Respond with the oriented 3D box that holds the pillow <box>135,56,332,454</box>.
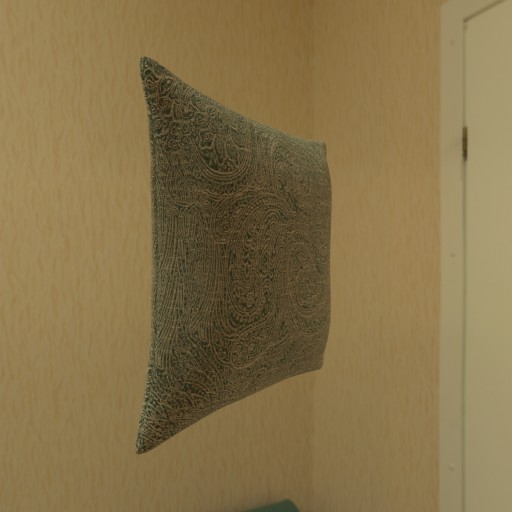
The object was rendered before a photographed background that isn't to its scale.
[{"bbox_3d":[0.000,0.000,0.777,0.166,0.507,0.526,0,0,34],"label":"pillow"}]
